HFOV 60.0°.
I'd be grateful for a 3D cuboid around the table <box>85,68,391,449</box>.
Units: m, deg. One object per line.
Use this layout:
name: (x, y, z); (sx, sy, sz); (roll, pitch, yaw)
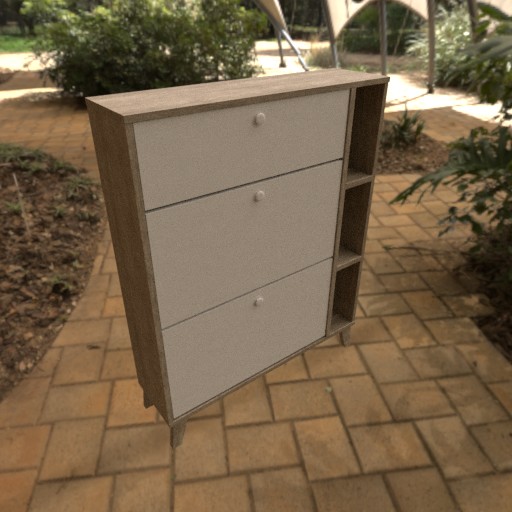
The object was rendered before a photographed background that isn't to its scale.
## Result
table: (0.000, 0.000, 1.565); (0.902, 1.135, 0.256); (-21, 36, -31)
